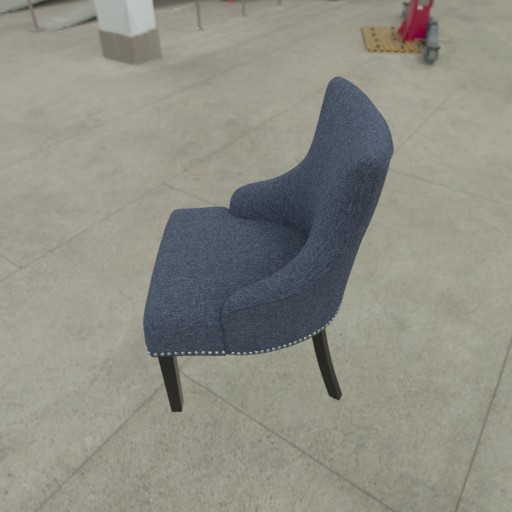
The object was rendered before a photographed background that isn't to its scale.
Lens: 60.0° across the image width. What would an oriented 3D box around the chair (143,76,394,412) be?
[{"bbox_3d":[0.000,0.000,1.345,0.629,0.909,0.566,0,40,0],"label":"chair"}]
